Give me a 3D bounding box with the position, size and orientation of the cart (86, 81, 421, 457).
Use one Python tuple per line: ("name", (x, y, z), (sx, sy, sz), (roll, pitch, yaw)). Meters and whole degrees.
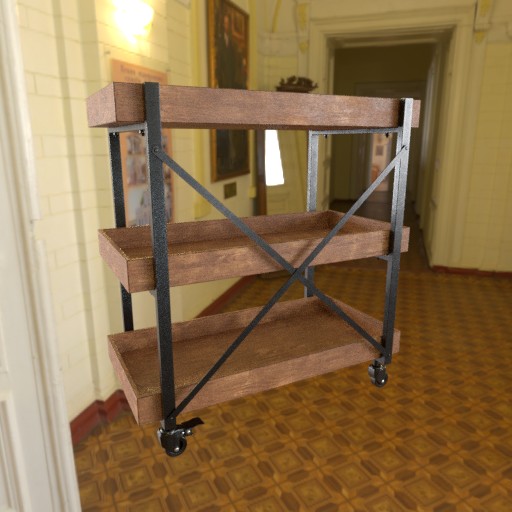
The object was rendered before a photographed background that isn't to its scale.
("cart", (0.000, 0.000, 1.194), (0.750, 0.800, 0.411), (-7, 16, -27))
